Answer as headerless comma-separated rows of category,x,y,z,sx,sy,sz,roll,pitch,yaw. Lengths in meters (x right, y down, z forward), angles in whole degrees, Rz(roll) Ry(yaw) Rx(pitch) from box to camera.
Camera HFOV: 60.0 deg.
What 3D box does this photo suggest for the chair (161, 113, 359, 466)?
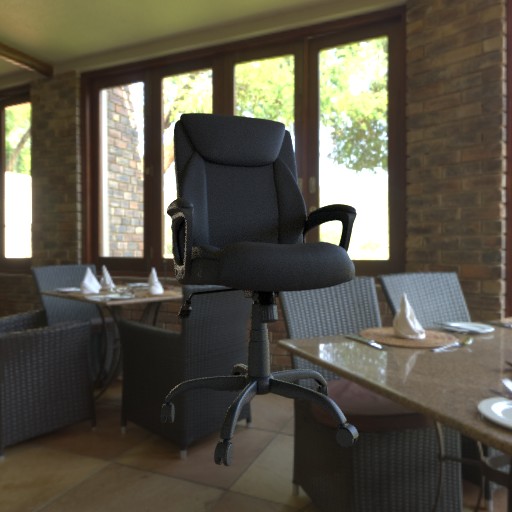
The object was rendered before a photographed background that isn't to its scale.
chair,0.000,0.000,1.466,0.615,1.072,0.655,0,1,-18
